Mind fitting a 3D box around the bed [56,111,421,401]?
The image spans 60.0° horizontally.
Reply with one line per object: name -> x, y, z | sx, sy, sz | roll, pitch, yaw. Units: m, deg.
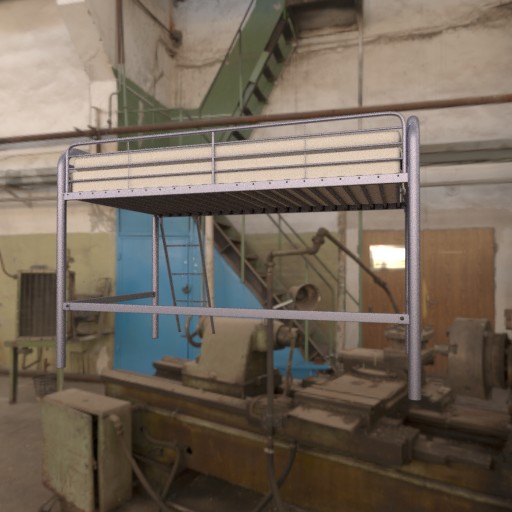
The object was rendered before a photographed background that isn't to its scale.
bed -> 0.000, 0.000, 2.906 | 1.965, 1.288, 1.415 | 0, -1, 18
